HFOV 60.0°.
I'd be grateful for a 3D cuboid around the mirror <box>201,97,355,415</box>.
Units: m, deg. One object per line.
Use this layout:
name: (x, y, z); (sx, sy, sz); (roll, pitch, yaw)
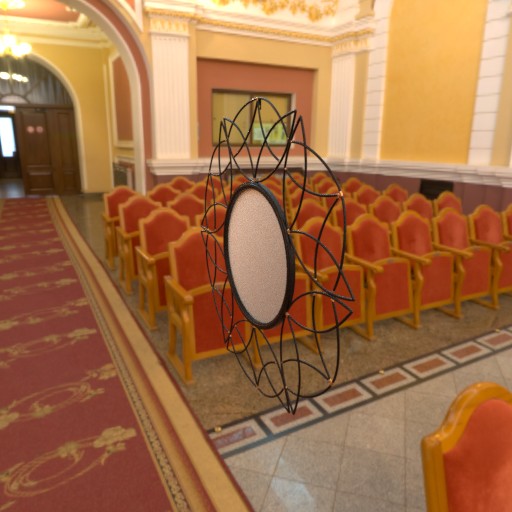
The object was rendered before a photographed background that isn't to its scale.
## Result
mirror: (0.000, 0.000, 1.145); (0.028, 0.775, 0.797); (-7, 16, -26)
